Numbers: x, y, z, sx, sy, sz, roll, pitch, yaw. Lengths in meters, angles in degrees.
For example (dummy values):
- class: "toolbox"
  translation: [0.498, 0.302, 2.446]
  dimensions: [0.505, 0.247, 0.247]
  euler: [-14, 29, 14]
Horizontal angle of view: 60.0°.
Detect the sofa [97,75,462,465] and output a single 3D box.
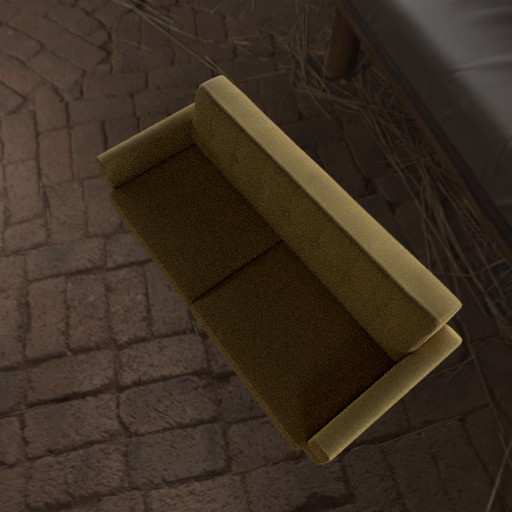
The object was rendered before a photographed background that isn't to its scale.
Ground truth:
- class: "sofa"
  translation: [0.000, 0.000, 2.451]
  dimensions: [0.909, 0.841, 2.029]
  euler: [-34, 68, -16]
